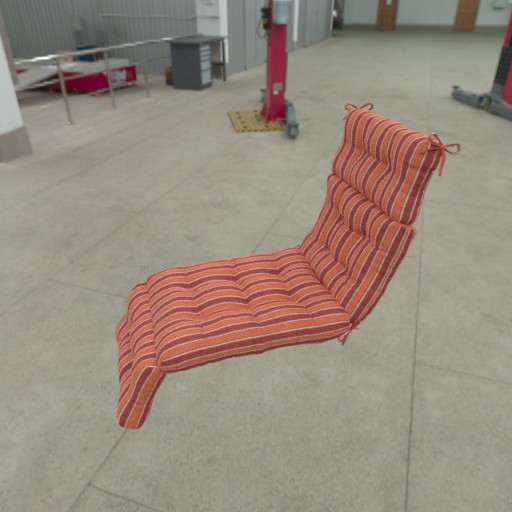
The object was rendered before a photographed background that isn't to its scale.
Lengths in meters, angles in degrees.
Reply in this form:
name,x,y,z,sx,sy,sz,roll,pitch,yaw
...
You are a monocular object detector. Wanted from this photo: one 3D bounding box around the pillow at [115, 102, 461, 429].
name,x,y,z,sx,sy,sz,roll,pitch,yaw
pillow,0.000,0.000,1.472,1.016,0.863,0.526,-8,31,-14
